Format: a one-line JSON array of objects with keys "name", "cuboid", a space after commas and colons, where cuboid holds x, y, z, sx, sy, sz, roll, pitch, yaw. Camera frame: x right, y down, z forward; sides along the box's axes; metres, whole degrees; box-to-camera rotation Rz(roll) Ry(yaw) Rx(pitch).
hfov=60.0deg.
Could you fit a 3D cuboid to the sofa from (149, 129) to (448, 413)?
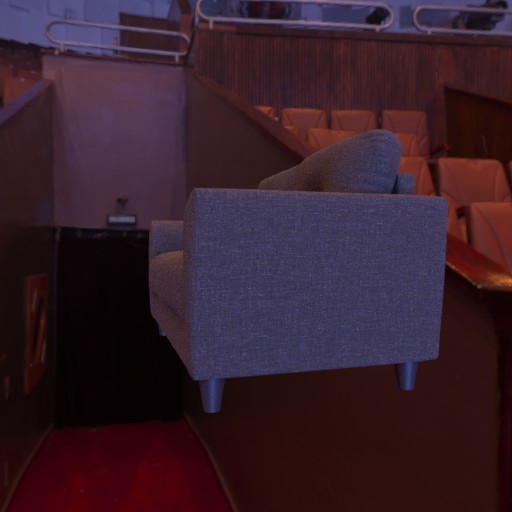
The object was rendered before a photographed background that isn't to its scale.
[{"name": "sofa", "cuboid": [0.000, 0.000, 1.970, 0.851, 0.885, 1.423, 0, 1, -18]}]
